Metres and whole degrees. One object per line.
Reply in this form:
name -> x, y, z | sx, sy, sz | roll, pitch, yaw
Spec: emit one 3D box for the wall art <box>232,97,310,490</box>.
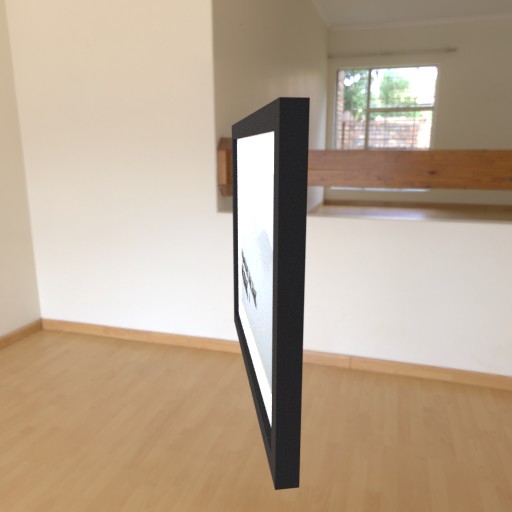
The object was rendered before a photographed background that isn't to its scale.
wall art -> 0.000, 0.000, 0.756 | 0.030, 0.454, 0.554 | -2, 14, -8
